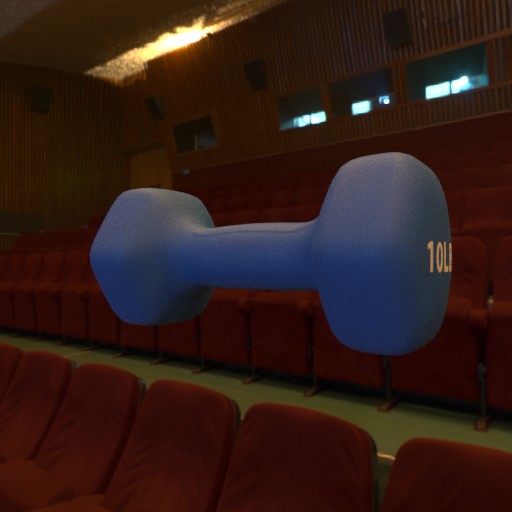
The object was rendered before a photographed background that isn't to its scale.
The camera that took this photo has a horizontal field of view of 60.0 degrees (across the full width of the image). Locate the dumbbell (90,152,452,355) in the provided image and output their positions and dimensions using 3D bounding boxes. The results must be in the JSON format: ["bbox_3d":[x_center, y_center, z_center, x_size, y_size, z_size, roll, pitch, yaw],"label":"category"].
[{"bbox_3d":[0.000,0.000,0.265,0.212,0.093,0.103,-1,-1,36],"label":"dumbbell"}]
